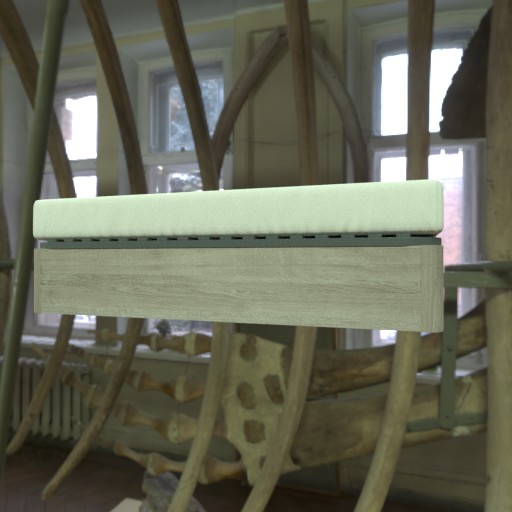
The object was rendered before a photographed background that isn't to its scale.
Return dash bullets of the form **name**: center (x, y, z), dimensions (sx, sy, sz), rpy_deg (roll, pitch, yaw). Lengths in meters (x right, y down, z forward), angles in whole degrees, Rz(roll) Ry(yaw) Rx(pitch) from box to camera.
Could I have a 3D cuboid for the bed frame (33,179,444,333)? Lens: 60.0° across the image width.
- **bed frame**: center (0.000, 0.000, 2.539), dimensions (1.900, 0.561, 1.400), rpy_deg (0, 0, 18)
